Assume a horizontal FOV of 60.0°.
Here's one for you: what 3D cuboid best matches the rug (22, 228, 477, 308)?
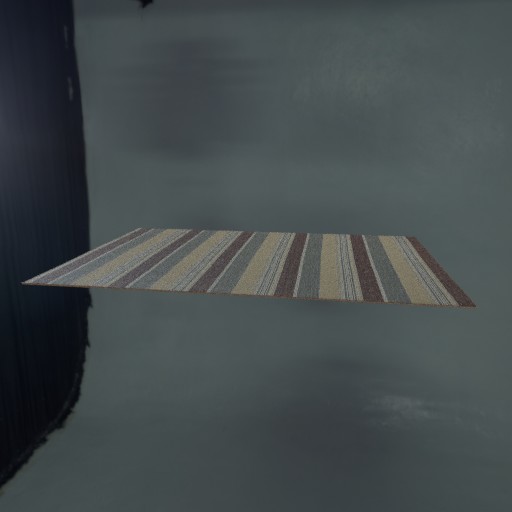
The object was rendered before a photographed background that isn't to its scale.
[{"bbox_3d":[0.000,0.000,2.332,1.829,0.008,1.219,2,15,9],"label":"rug"}]
